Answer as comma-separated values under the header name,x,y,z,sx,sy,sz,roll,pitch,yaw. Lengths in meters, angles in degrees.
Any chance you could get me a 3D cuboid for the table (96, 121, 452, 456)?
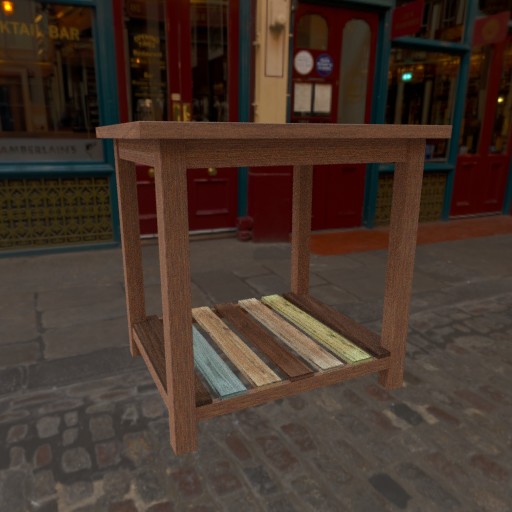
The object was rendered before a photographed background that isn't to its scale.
name,x,y,z,sx,sy,sz,roll,pitch,yaw
table,0.000,0.000,1.134,0.660,0.635,0.559,-7,17,-25
